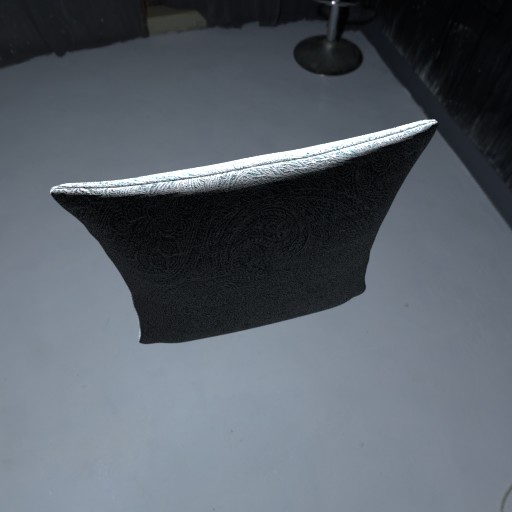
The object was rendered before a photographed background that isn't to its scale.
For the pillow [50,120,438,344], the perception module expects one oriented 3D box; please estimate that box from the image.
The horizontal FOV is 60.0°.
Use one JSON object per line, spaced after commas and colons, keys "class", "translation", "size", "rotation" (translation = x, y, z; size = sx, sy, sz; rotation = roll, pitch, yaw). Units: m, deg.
{"class": "pillow", "translation": [0.000, 0.000, 0.792], "size": [0.526, 0.507, 0.166], "rotation": [-12, 58, -8]}
